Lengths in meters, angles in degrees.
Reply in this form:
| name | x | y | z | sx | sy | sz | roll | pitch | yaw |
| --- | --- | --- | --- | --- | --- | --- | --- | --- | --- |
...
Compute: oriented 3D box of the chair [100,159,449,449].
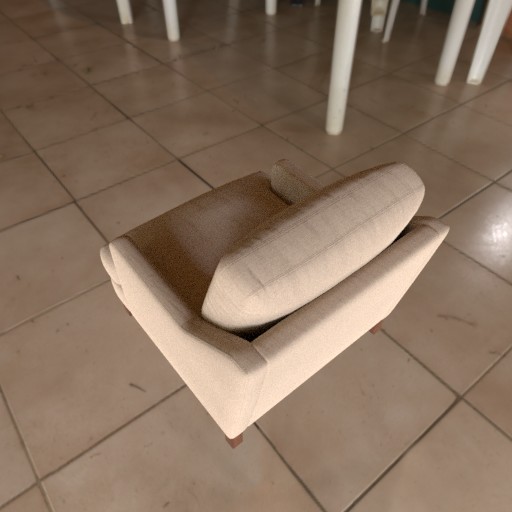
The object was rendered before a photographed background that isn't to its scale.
| name | x | y | z | sx | sy | sz | roll | pitch | yaw |
| --- | --- | --- | --- | --- | --- | --- | --- | --- | --- |
| chair | 0.000 | 0.000 | 1.729 | 0.912 | 0.916 | 1.001 | -30 | 53 | -27 |
